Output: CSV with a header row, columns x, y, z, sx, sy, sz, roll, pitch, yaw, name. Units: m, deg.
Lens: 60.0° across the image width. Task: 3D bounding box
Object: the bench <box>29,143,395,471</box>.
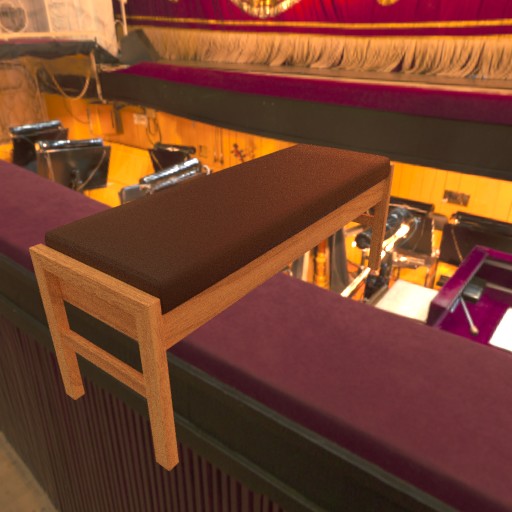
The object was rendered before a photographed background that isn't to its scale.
x,y,z,sx,sy,sz,roll,pitch,yaw,name
0.000,0.000,1.428,0.405,0.480,1.200,19,32,32,bench
